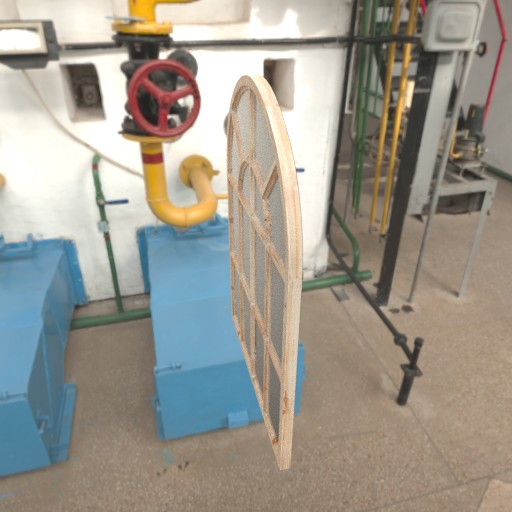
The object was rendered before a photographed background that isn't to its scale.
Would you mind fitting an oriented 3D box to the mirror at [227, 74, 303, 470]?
[{"bbox_3d":[0.000,0.000,1.208,0.032,0.920,0.660,-7,31,-12],"label":"mirror"}]
